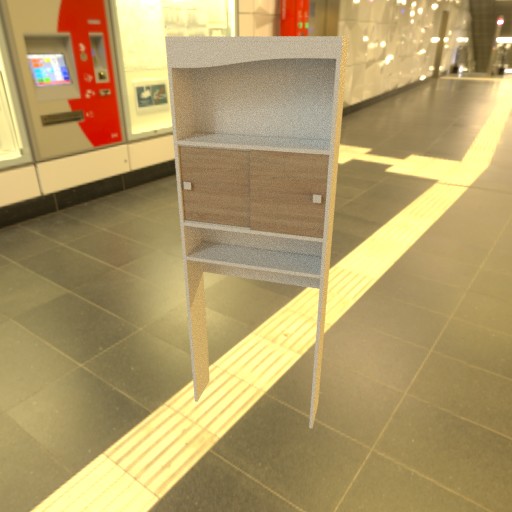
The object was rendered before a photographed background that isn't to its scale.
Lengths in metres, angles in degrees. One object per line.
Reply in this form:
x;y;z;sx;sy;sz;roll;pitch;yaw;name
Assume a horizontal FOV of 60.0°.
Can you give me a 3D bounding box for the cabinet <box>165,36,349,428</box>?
0.000;0.000;1.994;0.643;1.770;0.192;8;27;15;cabinet
